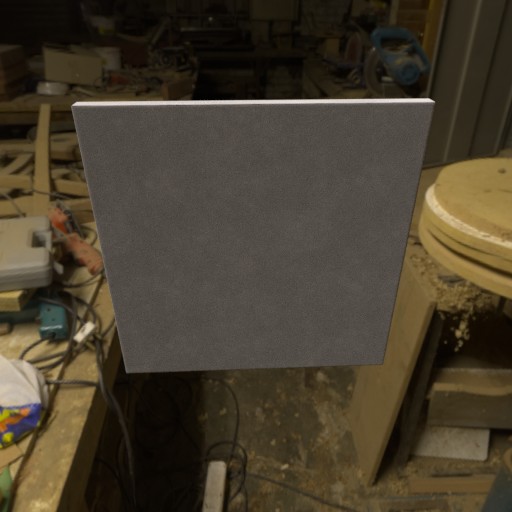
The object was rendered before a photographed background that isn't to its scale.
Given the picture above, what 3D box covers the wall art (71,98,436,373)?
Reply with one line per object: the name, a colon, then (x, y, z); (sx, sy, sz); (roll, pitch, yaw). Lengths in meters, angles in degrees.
wall art: (0.000, 0.000, 0.452); (0.303, 0.303, 0.015); (-1, 31, -2)
